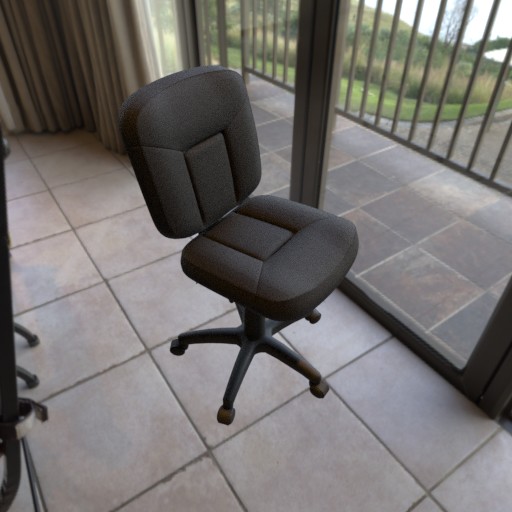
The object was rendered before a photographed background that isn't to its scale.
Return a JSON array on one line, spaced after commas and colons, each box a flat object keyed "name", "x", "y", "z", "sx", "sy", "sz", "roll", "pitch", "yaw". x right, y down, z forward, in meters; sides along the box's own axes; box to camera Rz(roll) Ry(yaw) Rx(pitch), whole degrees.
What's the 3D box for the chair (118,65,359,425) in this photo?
[{"name": "chair", "x": 0.000, "y": 0.000, "z": 1.357, "sx": 0.610, "sy": 0.972, "sz": 0.610, "roll": 26, "pitch": 47, "yaw": 27}]
